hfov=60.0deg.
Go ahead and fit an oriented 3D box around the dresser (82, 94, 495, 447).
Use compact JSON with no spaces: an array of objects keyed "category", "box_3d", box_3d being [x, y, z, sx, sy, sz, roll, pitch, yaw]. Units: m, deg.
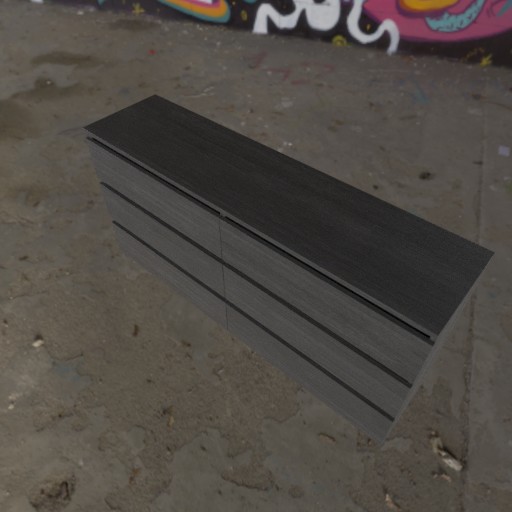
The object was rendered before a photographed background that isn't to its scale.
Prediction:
[{"category":"dresser","box_3d":[0.000,0.000,1.899,1.590,0.795,0.400,32,54,27]}]
